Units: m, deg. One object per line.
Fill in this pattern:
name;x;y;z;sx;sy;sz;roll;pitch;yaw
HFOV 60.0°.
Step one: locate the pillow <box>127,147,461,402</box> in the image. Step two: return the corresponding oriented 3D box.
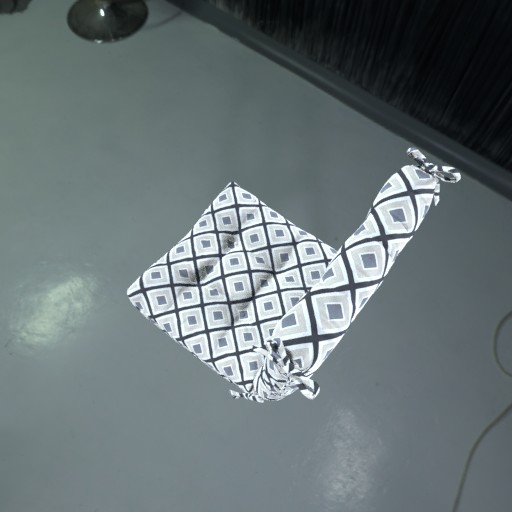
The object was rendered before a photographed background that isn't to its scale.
pillow;0.000;0.000;1.038;0.571;0.605;0.519;34;69;15
